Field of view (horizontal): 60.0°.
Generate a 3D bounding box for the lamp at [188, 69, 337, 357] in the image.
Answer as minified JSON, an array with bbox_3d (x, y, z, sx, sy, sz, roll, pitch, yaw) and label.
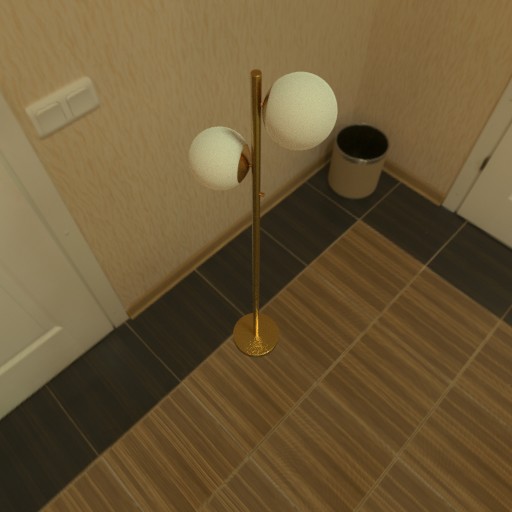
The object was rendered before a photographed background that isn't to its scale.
[{"bbox_3d":[0.000,0.000,1.753,0.419,1.641,0.249,13,58,9],"label":"lamp"}]
